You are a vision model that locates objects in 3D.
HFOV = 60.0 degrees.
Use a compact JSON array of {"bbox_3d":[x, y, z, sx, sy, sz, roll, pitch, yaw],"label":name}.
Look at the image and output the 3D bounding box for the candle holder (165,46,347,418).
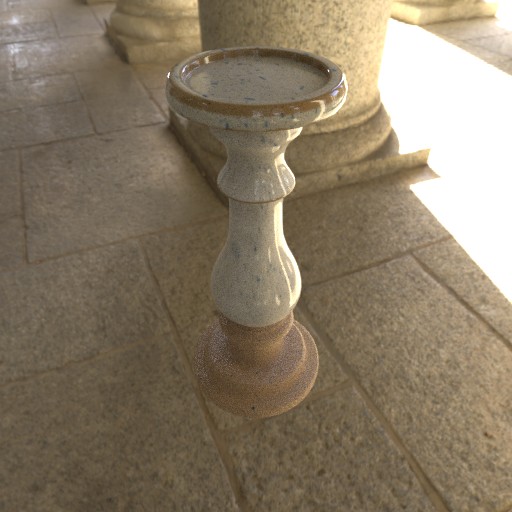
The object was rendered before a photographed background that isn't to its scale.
[{"bbox_3d":[0.000,0.000,0.250,0.088,0.203,0.088,0,41,0],"label":"candle holder"}]
